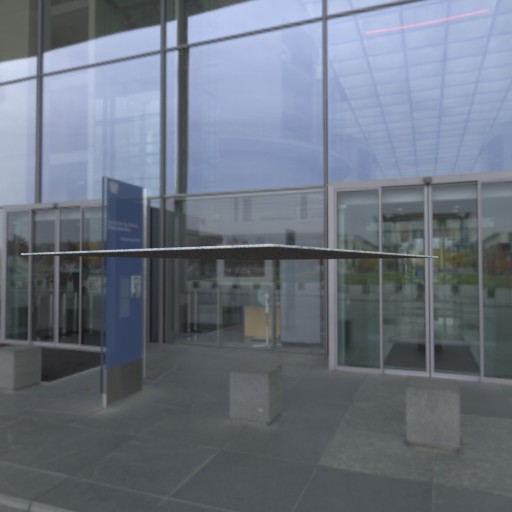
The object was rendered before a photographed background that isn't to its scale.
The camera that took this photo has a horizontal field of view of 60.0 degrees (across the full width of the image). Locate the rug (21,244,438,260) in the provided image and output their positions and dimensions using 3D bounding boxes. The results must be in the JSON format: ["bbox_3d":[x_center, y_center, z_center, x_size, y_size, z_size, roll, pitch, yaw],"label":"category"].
[{"bbox_3d":[0.000,0.000,4.057,2.441,0.013,3.056,-1,-2,36],"label":"rug"}]
